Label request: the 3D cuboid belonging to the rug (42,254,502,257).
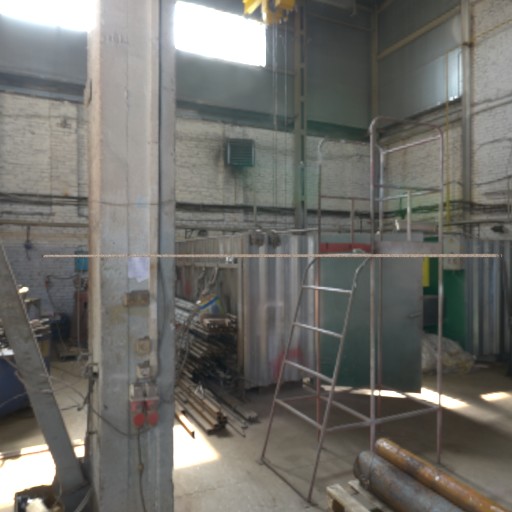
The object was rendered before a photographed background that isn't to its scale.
[{"bbox_3d":[0.000,0.000,2.607,2.438,0.012,0.762,0,0,19],"label":"rug"}]
